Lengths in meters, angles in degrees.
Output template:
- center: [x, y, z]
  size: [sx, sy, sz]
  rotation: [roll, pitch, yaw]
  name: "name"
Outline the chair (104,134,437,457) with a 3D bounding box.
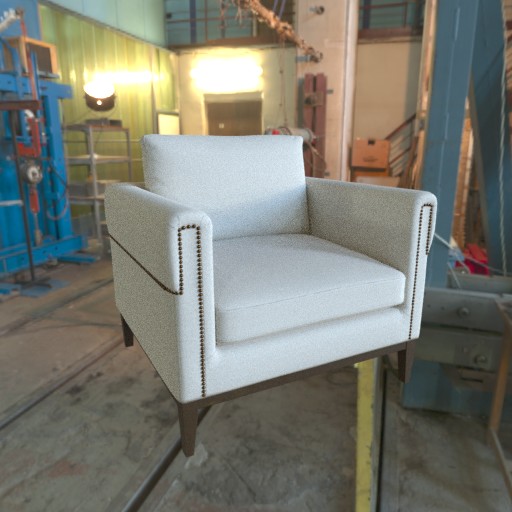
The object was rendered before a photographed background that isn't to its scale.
- center: [0.000, 0.000, 1.722]
  size: [0.982, 0.915, 0.896]
  rotation: [-8, 16, -27]
  name: "chair"
